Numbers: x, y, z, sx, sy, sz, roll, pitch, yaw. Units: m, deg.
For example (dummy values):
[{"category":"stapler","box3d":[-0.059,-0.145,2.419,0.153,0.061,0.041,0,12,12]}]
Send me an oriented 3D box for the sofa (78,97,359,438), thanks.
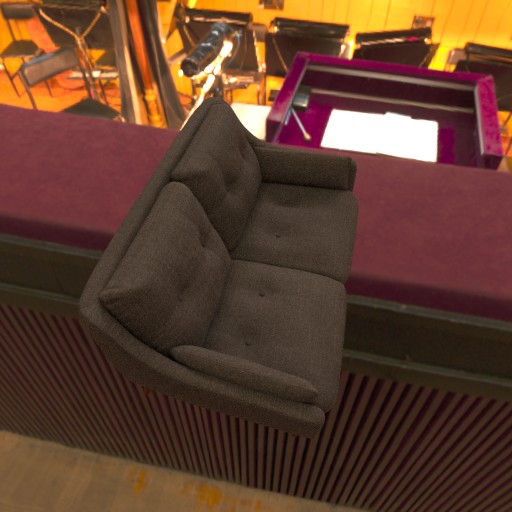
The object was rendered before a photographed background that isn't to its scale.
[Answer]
[{"category":"sofa","box3d":[0.000,0.000,2.238,0.976,0.887,1.646,10,48,9]}]
